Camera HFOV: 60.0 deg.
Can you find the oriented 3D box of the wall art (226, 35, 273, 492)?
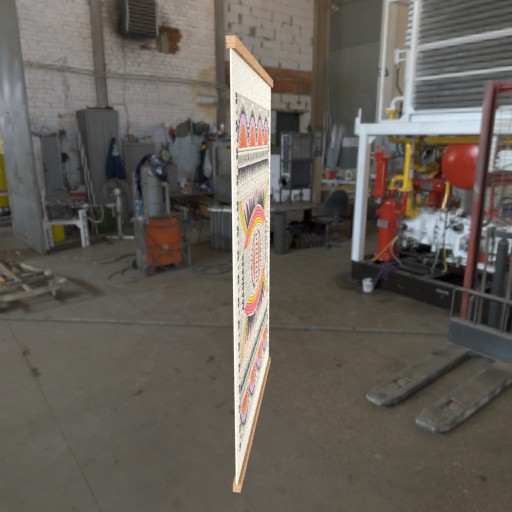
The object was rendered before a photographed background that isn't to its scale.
[{"bbox_3d":[0.000,0.000,1.910,0.028,1.533,0.999,2,15,8],"label":"wall art"}]
